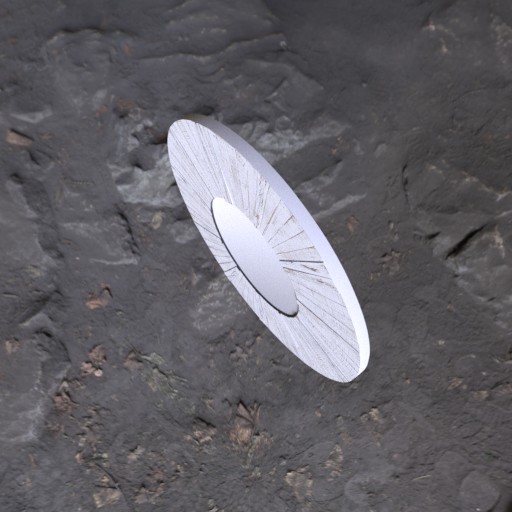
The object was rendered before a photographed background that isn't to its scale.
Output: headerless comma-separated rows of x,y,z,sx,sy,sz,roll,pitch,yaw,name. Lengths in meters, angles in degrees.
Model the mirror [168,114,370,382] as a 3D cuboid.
0.000,0.000,1.369,0.038,0.914,0.914,-35,68,-16,mirror
